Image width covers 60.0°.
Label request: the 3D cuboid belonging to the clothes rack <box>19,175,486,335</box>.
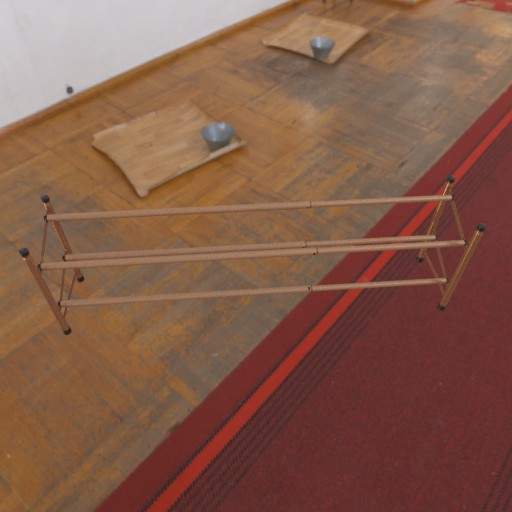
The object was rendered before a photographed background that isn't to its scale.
[{"bbox_3d":[0.000,0.000,1.298,1.168,0.349,0.229,-3,47,-3],"label":"clothes rack"}]
